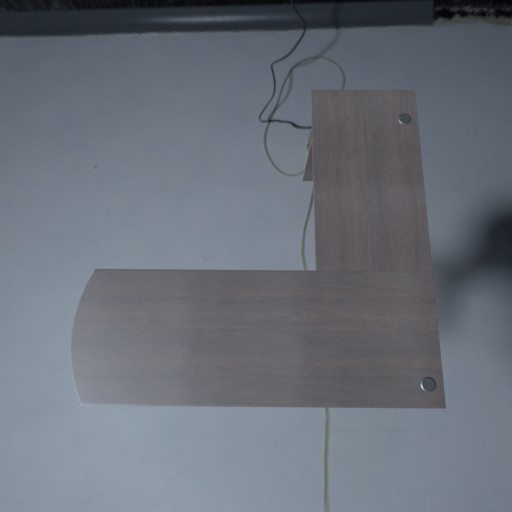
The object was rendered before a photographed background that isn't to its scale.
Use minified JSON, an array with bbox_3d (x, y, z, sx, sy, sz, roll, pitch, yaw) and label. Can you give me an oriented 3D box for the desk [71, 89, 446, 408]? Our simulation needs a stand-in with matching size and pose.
[{"bbox_3d":[0.000,0.000,2.088,1.361,0.716,1.303,0,75,0],"label":"desk"}]
